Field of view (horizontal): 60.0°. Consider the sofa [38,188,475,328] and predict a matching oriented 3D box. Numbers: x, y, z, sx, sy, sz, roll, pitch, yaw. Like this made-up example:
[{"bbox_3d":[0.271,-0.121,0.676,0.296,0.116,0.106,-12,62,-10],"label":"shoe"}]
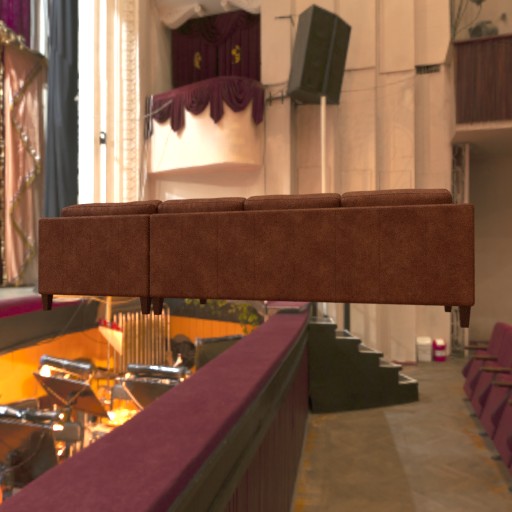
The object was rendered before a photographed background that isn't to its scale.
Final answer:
[{"bbox_3d":[0.000,0.000,3.847,3.203,0.883,1.581,0,-1,17],"label":"sofa"}]
